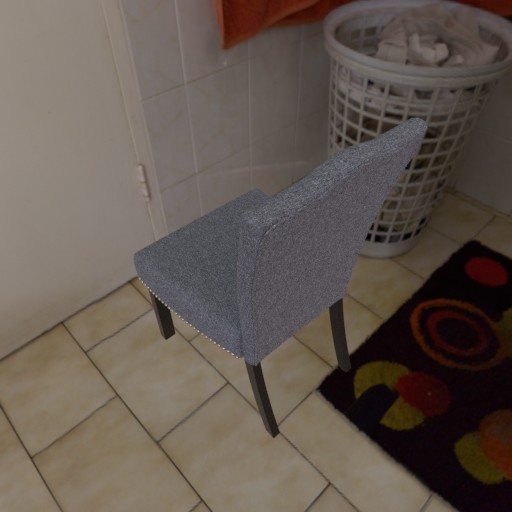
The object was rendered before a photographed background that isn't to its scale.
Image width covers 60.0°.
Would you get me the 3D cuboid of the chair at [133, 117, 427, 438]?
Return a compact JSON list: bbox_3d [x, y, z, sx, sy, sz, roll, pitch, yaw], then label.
[{"bbox_3d":[0.000,0.000,1.285,0.518,0.946,0.589,-32,54,-27],"label":"chair"}]
